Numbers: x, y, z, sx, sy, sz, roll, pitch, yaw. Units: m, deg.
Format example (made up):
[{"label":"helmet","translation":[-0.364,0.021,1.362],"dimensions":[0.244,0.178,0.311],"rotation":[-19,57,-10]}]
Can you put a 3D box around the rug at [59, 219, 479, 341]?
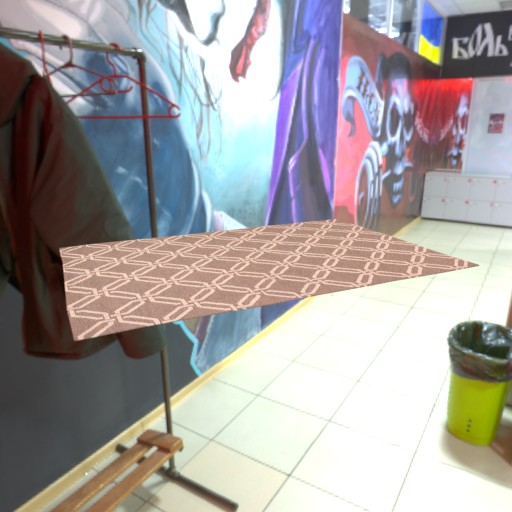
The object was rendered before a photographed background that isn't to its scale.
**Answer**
[{"label":"rug","translation":[0.000,0.000,2.169],"dimensions":[1.748,0.010,1.142],"rotation":[-8,18,-24]}]
